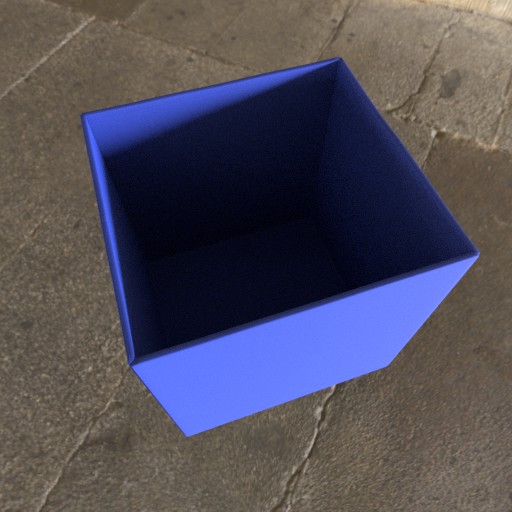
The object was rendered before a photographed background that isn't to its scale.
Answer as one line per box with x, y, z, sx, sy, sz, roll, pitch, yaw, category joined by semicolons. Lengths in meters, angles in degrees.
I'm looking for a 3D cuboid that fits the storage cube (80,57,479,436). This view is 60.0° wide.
0.000;0.000;0.493;0.270;0.280;0.270;-16;60;-10;storage cube
